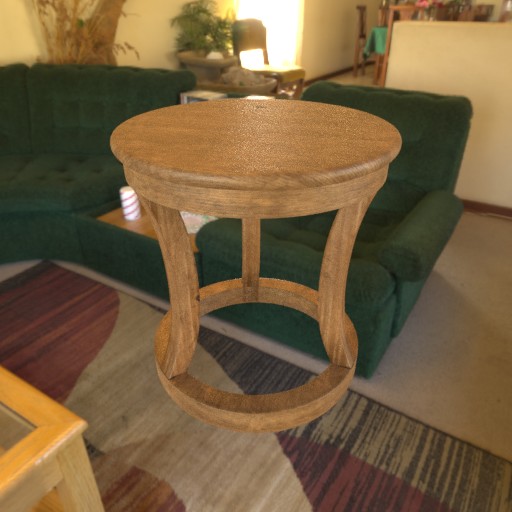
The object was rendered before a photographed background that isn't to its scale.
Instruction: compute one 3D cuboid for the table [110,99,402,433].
[{"bbox_3d":[0.000,0.000,0.793,0.432,0.460,0.432,0,30,0],"label":"table"}]
